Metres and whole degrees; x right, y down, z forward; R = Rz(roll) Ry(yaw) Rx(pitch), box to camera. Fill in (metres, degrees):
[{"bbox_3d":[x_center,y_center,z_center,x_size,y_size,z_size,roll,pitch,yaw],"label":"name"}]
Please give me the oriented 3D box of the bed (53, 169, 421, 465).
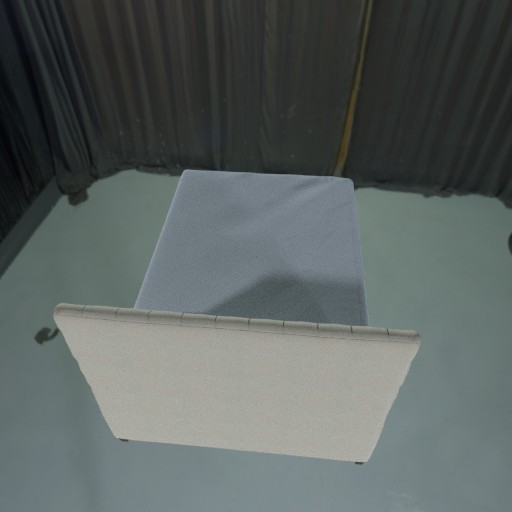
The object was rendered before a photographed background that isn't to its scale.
[{"bbox_3d":[0.000,0.000,3.296,1.698,1.427,2.387,4,46,4],"label":"bed"}]
